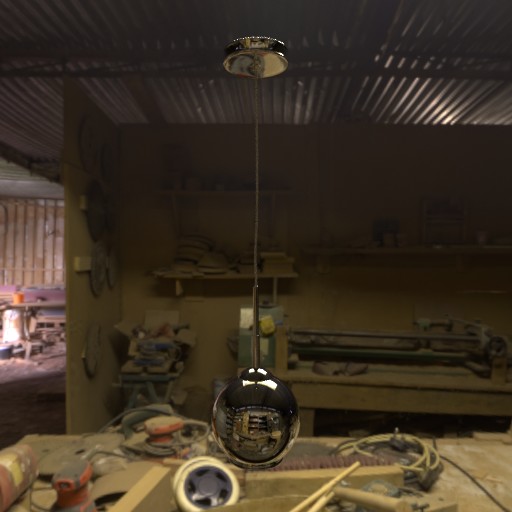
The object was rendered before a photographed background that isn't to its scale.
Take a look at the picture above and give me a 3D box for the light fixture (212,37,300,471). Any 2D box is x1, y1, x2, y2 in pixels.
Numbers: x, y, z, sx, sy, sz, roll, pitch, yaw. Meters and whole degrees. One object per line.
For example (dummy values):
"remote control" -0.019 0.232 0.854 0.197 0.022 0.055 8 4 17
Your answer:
"light fixture" 0.000 0.000 1.683 0.336 1.538 0.336 0 0 1
